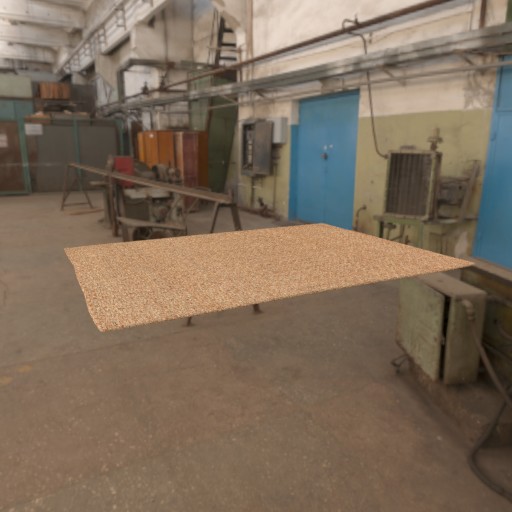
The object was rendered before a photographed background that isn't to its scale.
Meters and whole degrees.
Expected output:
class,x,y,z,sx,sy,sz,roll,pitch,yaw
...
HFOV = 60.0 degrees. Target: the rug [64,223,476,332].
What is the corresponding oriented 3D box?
class,x,y,z,sx,sy,sz,roll,pitch,yaw
rug,0.000,0.000,2.808,2.141,0.013,1.566,-7,16,-27
